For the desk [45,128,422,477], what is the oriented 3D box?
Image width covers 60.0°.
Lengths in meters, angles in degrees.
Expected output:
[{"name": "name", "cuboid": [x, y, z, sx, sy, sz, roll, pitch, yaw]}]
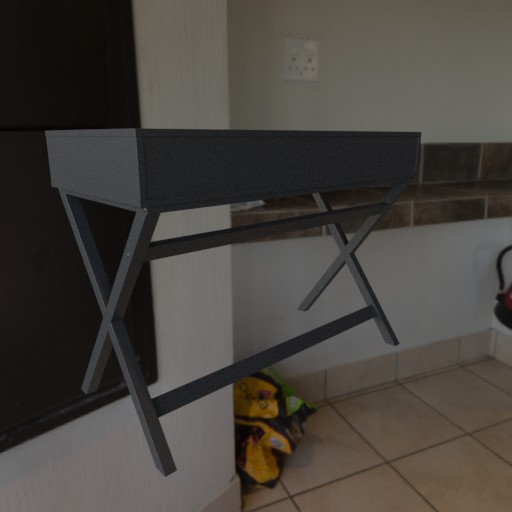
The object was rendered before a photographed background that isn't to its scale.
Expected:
[{"name": "desk", "cuboid": [0.000, 0.000, 1.442, 1.057, 0.780, 0.504, -13, 20, -40]}]
